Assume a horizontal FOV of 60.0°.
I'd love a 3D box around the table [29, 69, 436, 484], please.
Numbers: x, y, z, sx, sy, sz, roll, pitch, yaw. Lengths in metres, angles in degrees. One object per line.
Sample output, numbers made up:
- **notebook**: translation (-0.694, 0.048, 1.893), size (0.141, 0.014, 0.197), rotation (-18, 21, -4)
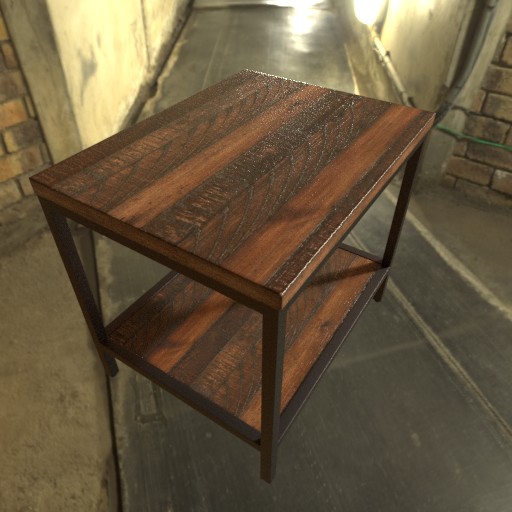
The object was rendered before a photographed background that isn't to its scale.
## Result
- **table**: translation (0.000, 0.000, 1.093), size (0.524, 0.612, 0.678), rotation (23, 46, 24)
